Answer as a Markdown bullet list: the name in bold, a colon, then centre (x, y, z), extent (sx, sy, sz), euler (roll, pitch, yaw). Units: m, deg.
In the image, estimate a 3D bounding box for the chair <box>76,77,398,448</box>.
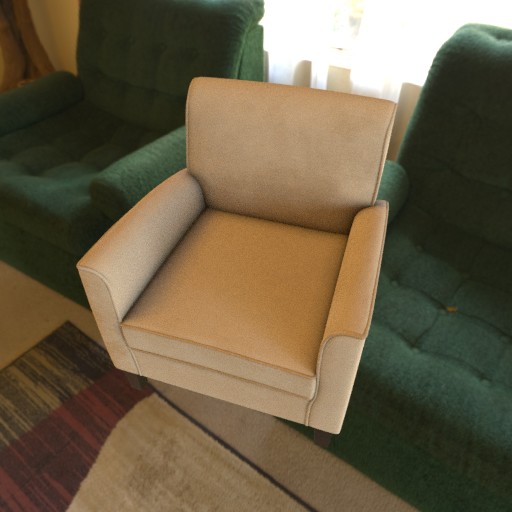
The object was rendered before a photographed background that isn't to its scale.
- **chair**: centre (0.000, 0.000, 1.550), extent (0.820, 0.915, 0.821), euler (12, 44, 13)
